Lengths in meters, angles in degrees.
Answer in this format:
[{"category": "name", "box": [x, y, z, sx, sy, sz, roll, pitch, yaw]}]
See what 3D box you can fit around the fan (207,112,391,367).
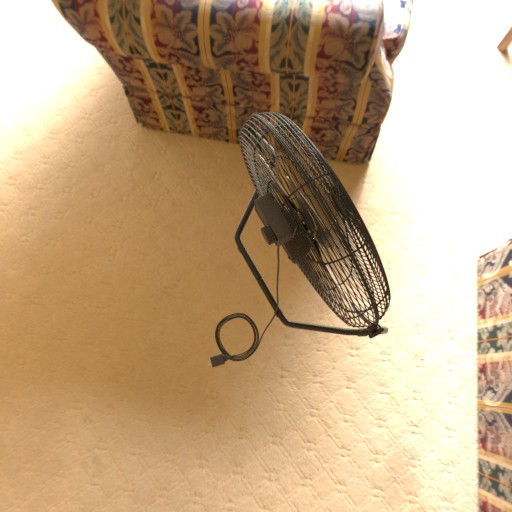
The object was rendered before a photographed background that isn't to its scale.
[{"category": "fan", "box": [0.000, 0.000, 0.925, 0.424, 0.546, 0.555, -28, 77, -7]}]
